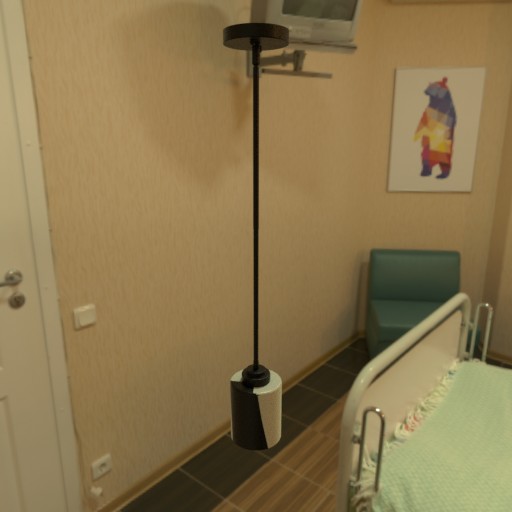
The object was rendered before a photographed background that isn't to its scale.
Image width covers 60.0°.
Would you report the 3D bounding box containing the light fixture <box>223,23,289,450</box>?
[{"bbox_3d":[0.000,0.000,0.932,0.123,0.863,0.123,3,15,10],"label":"light fixture"}]
